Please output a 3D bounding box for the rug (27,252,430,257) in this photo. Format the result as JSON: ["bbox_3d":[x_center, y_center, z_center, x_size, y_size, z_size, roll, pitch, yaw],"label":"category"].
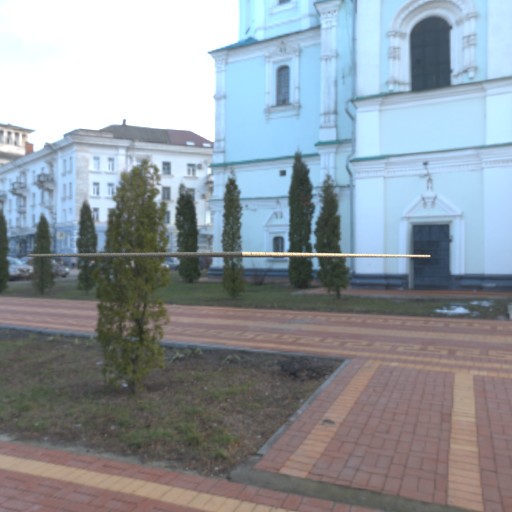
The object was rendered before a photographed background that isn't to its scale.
[{"bbox_3d":[0.000,0.000,2.809,1.526,0.015,2.132,0,0,38],"label":"rug"}]
